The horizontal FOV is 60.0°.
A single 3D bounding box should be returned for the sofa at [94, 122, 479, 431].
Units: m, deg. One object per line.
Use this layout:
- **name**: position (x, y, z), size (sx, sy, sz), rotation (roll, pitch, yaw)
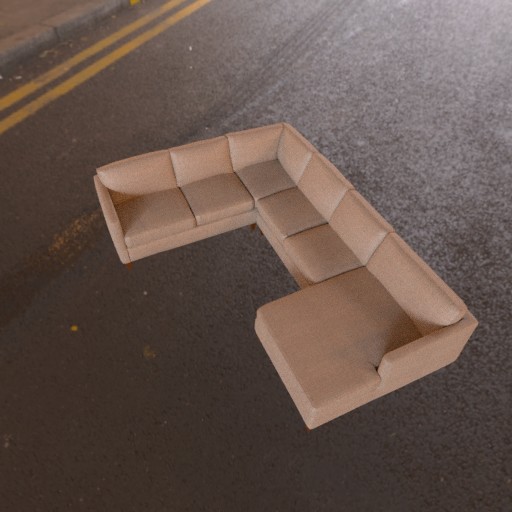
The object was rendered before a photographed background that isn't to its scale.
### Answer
- **sofa**: position (0.000, 0.000, 4.583), size (2.594, 0.961, 3.460), rotation (-19, 50, -17)
